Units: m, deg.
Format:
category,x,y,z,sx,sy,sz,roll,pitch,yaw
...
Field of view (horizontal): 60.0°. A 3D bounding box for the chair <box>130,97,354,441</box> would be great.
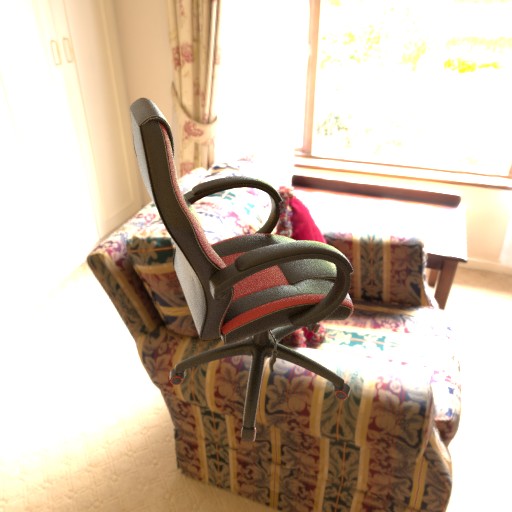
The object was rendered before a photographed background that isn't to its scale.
category,x,y,z,sx,sy,sz,roll,pitch,yaw
chair,0.000,0.000,1.717,0.783,1.189,0.750,-10,32,-17
